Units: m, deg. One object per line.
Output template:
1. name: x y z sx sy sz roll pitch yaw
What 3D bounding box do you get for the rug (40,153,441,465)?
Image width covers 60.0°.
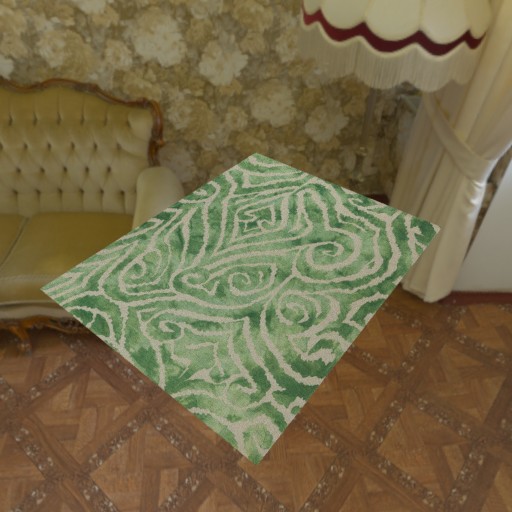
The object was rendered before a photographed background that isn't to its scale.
1. rug: 0.000 0.000 4.223 2.436 0.007 3.045 28 50 27
